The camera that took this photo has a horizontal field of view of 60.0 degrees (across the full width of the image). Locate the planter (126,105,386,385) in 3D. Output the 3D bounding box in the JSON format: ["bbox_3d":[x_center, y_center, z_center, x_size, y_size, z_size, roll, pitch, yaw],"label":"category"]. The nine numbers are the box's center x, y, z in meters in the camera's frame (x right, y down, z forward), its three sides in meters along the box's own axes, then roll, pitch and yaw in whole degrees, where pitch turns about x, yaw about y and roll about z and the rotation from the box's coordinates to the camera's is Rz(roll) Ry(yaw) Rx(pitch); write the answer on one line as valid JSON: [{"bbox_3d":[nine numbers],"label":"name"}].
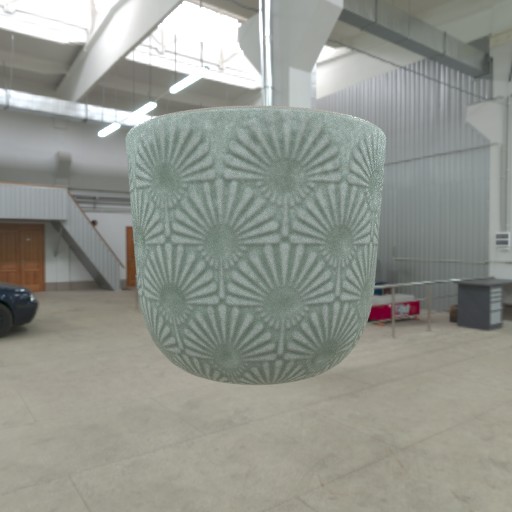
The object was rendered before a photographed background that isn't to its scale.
[{"bbox_3d":[0.000,0.000,0.302,0.170,0.152,0.170,0,1,0],"label":"planter"}]
